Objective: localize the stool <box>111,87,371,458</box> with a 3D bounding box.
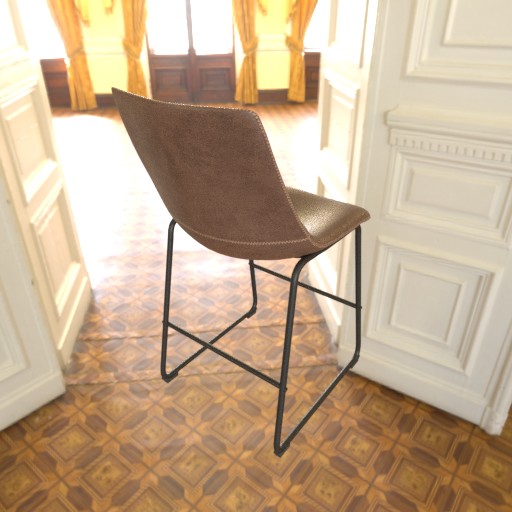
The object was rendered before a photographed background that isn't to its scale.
[{"bbox_3d":[0.000,0.000,1.193,0.460,0.890,0.550,21,36,32],"label":"stool"}]
